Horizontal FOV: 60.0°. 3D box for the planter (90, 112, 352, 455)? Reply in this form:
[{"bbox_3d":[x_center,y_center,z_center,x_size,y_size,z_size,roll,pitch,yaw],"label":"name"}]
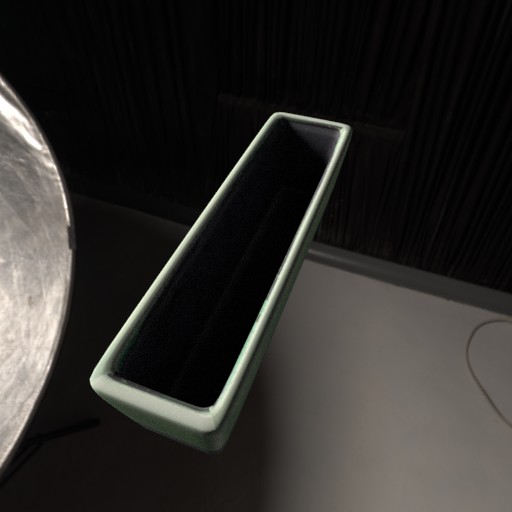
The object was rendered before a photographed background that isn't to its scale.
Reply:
[{"bbox_3d":[0.000,0.000,0.313,0.072,0.072,0.275,16,49,14],"label":"planter"}]
